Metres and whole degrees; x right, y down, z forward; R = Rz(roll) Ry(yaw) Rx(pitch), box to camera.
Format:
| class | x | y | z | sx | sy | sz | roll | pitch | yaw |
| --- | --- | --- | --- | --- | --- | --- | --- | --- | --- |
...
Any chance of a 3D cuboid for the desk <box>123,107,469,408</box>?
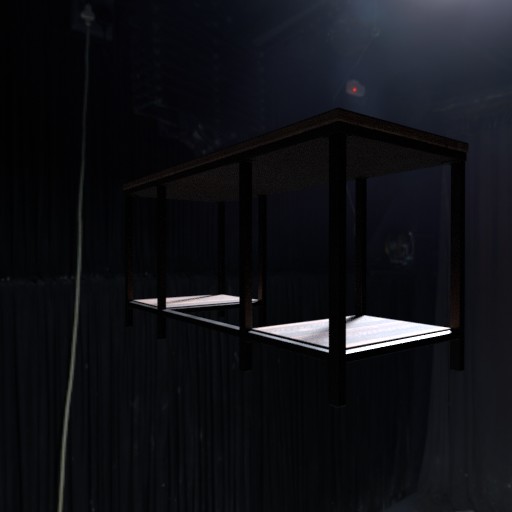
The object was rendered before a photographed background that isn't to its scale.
| class | x | y | z | sx | sy | sz | roll | pitch | yaw |
| --- | --- | --- | --- | --- | --- | --- | --- | --- | --- |
| desk | 0.000 | 0.000 | 1.908 | 0.617 | 0.753 | 1.538 | 0 | 1 | -36 |
